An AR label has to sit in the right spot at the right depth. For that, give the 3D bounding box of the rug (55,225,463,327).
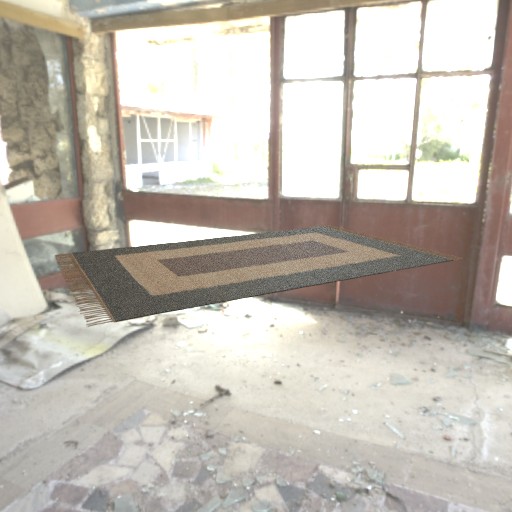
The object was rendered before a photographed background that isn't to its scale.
[{"bbox_3d":[0.000,0.000,1.920,1.541,0.013,0.920,-8,16,-28],"label":"rug"}]
